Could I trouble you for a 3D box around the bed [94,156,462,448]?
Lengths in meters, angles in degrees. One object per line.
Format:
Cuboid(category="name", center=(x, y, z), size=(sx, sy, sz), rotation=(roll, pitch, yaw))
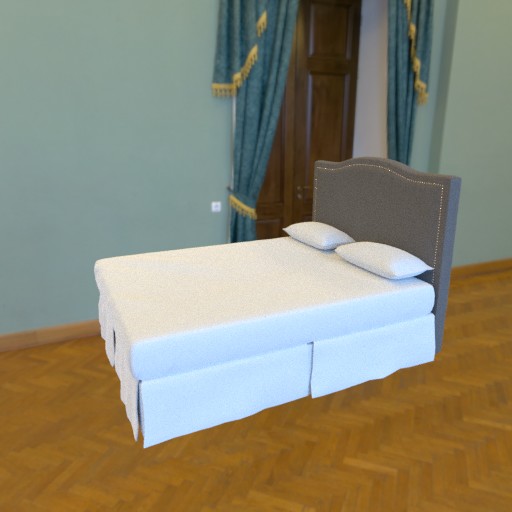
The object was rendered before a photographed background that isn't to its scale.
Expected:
Cuboid(category="bed", center=(0.000, 0.000, 3.423), size=(2.282, 1.436, 1.821), rotation=(-7, 18, -24))
